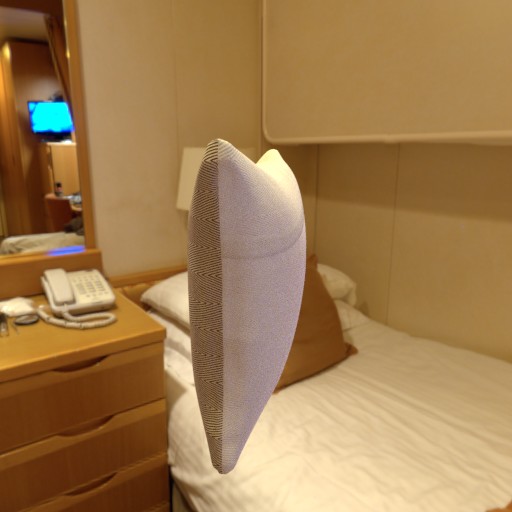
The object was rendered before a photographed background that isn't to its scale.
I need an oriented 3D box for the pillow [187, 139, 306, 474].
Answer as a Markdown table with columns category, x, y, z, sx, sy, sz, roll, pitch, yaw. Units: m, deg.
| category | x | y | z | sx | sy | sz | roll | pitch | yaw |
| --- | --- | --- | --- | --- | --- | --- | --- | --- | --- |
| pillow | 0.000 | 0.000 | 0.620 | 0.139 | 0.305 | 0.506 | 2 | 13 | 7 |
